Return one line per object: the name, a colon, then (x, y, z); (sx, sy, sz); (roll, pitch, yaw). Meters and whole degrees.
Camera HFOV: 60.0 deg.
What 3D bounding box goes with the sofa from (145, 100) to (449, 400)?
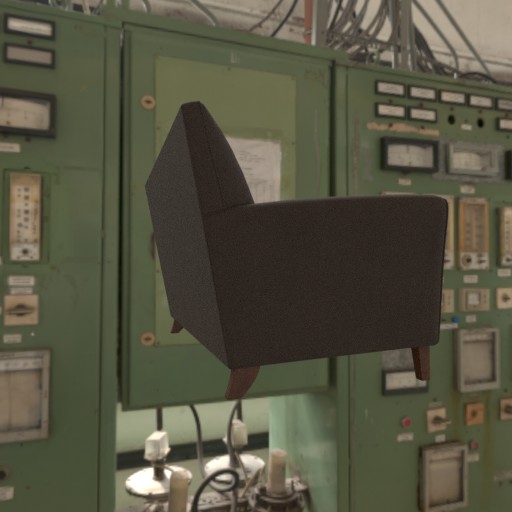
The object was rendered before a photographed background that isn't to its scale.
sofa: (0.000, 0.000, 1.975); (0.871, 0.846, 1.420); (0, -1, -18)
